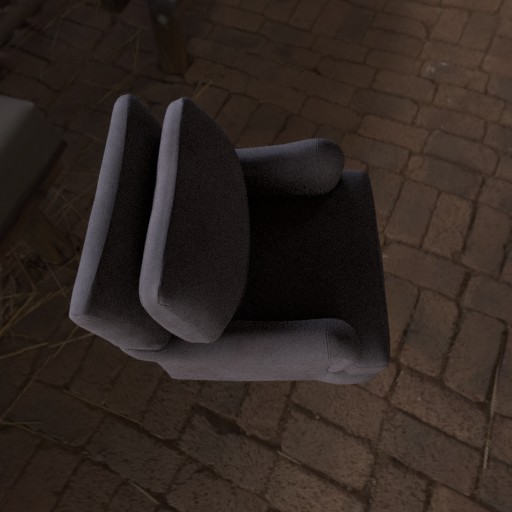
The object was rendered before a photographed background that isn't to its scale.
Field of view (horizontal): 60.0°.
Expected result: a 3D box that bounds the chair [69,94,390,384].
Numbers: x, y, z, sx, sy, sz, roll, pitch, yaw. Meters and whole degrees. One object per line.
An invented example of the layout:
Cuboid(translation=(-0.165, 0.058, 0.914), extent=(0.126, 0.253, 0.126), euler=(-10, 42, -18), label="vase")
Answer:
Cuboid(translation=(0.000, 0.000, 1.843), extent=(1.070, 0.997, 0.955), euler=(1, 63, 1), label="chair")
